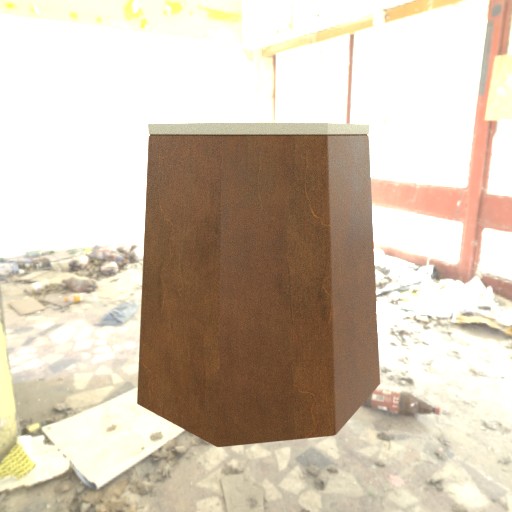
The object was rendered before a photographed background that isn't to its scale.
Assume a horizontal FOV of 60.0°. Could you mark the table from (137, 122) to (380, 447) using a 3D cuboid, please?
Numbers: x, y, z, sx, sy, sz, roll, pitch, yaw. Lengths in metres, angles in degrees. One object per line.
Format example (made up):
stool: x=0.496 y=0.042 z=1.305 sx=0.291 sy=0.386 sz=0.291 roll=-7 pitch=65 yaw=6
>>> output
table: x=0.000 y=0.000 z=0.805 sx=0.439 sy=0.457 sz=0.439 roll=-3 pitch=16 yaw=-10
